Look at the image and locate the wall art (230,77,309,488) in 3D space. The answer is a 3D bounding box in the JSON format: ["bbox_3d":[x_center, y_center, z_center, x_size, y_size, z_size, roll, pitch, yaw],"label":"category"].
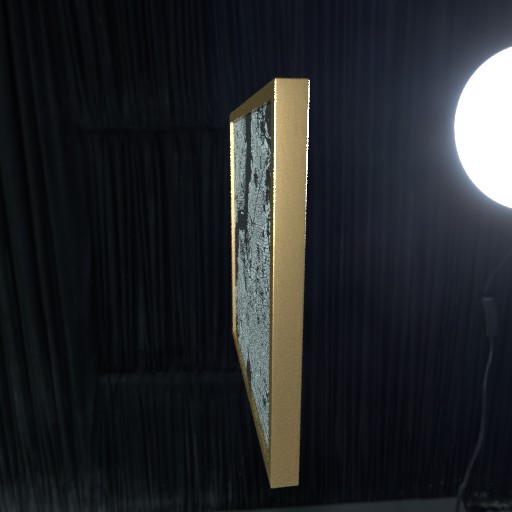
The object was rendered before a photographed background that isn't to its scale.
[{"bbox_3d":[0.000,0.000,0.463,0.023,0.305,0.305,-2,14,-8],"label":"wall art"}]
